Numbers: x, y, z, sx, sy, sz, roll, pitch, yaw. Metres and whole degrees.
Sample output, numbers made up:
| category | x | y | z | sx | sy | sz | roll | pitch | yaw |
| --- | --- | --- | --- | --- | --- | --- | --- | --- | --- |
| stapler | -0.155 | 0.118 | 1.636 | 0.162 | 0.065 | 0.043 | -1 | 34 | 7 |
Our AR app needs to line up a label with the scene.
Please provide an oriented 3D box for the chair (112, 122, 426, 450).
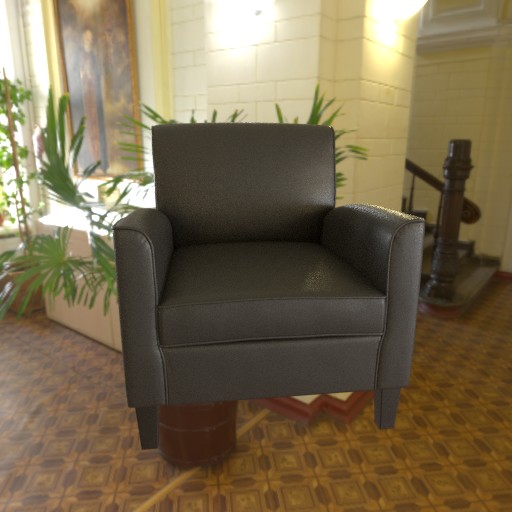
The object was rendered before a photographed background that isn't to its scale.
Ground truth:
| category | x | y | z | sx | sy | sz | roll | pitch | yaw |
| --- | --- | --- | --- | --- | --- | --- | --- | --- | --- |
| chair | 0.000 | 0.000 | 1.540 | 0.820 | 0.916 | 0.819 | -2 | 15 | -7 |
